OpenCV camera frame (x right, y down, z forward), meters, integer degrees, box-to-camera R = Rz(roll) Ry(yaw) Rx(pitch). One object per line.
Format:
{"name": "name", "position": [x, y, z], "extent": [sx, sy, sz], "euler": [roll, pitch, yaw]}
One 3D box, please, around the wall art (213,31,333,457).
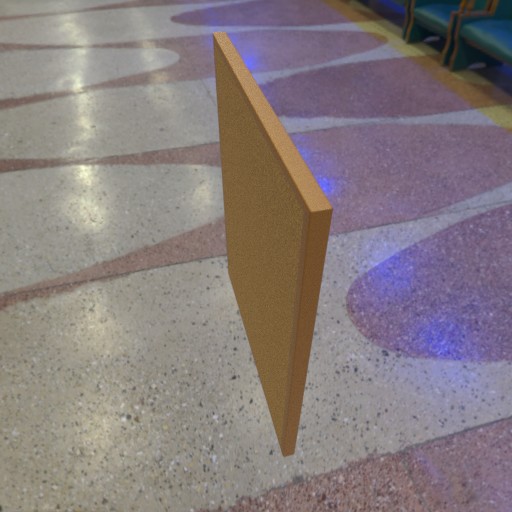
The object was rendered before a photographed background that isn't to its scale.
{"name": "wall art", "position": [0.000, 0.000, 0.734], "extent": [0.022, 0.553, 0.452], "euler": [-11, 46, -10]}
